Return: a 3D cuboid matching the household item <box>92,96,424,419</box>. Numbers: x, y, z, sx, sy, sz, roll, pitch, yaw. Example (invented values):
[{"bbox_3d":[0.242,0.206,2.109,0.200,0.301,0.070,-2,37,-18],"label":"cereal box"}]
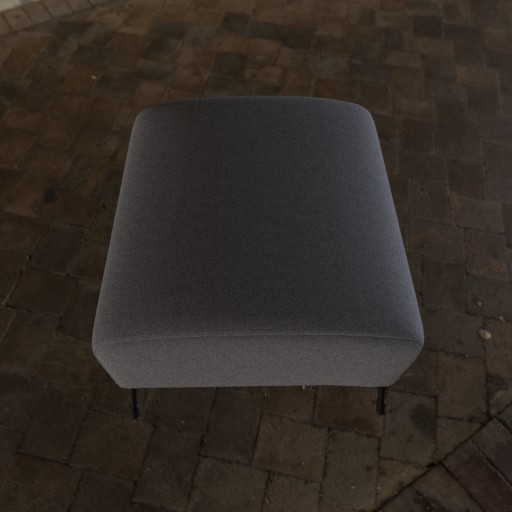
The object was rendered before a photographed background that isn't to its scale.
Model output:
[{"bbox_3d":[0.000,0.000,0.888,0.530,0.410,0.530,-1,57,-1],"label":"household item"}]
